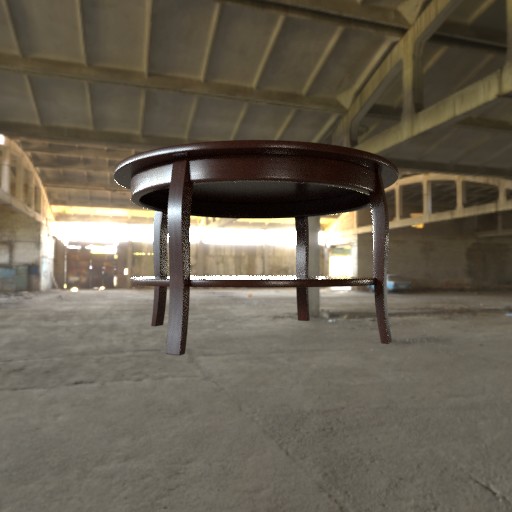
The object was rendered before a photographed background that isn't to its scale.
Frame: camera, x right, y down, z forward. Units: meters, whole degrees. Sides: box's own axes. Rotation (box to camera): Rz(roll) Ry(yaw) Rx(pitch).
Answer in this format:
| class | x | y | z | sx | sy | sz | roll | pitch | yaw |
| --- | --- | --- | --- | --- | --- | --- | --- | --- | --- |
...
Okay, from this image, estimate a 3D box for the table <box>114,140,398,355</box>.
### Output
| class | x | y | z | sx | sy | sz | roll | pitch | yaw |
| --- | --- | --- | --- | --- | --- | --- | --- | --- | --- |
| table | 0.000 | 0.000 | 1.480 | 0.911 | 0.512 | 0.911 | 0 | -2 | 0 |
